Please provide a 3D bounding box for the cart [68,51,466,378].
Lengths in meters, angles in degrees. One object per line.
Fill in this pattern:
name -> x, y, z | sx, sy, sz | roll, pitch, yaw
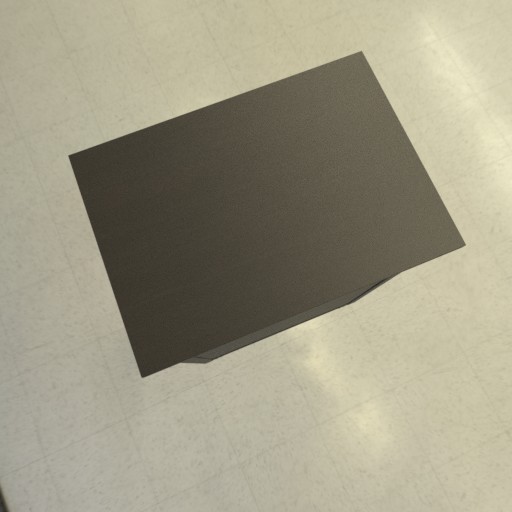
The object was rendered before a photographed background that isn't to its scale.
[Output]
cart -> 0.000, 0.000, 1.273 | 0.660, 0.879, 0.456 | -21, 77, -5
